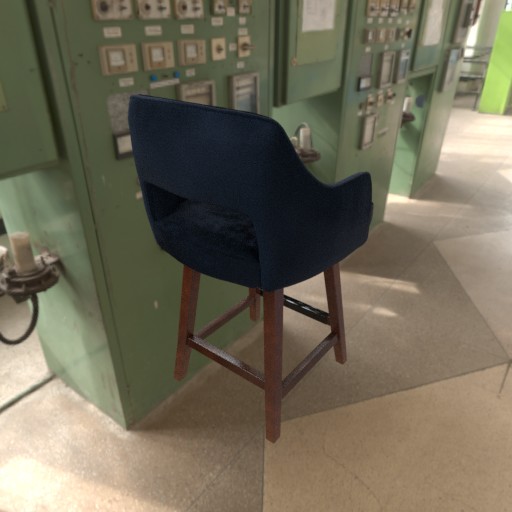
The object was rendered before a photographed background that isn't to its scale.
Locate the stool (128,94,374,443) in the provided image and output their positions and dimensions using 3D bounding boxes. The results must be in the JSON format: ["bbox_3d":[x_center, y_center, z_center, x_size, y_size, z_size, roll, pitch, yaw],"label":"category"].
[{"bbox_3d":[0.000,0.000,1.292,0.550,0.940,0.560,21,35,33],"label":"stool"}]
